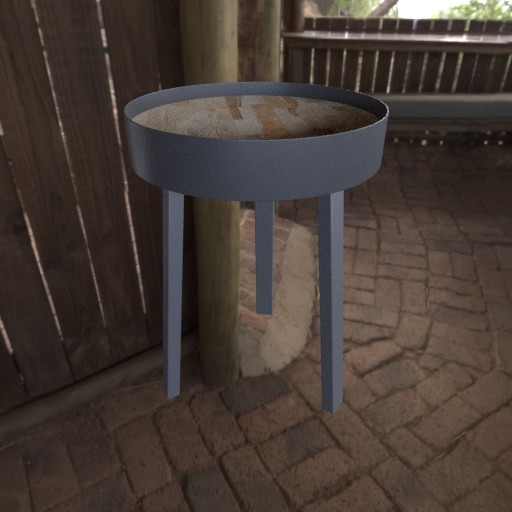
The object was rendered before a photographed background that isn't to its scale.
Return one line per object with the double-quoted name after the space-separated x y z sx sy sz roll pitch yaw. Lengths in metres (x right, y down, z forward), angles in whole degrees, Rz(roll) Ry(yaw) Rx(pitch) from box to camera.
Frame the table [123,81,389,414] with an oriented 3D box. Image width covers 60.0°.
0.000 0.000 0.842 0.406 0.559 0.406 0 31 0 "table"
